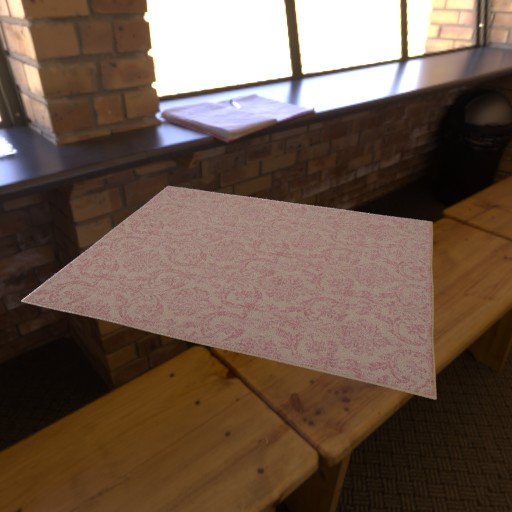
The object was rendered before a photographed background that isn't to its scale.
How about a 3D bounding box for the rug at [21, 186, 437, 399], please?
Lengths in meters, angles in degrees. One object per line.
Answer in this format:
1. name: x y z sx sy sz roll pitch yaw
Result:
1. rug: 0.000 0.000 3.921 2.980 0.012 2.363 10 33 15
